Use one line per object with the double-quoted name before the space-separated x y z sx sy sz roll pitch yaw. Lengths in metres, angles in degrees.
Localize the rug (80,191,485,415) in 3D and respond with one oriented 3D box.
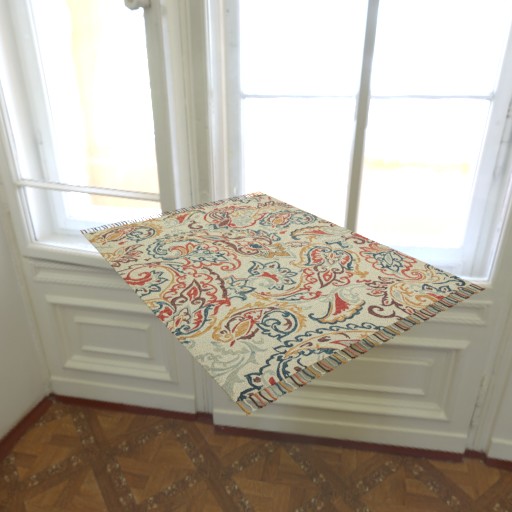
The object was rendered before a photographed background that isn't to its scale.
"rug" 0.000 0.000 4.314 2.439 0.015 3.274 -17 31 -31
